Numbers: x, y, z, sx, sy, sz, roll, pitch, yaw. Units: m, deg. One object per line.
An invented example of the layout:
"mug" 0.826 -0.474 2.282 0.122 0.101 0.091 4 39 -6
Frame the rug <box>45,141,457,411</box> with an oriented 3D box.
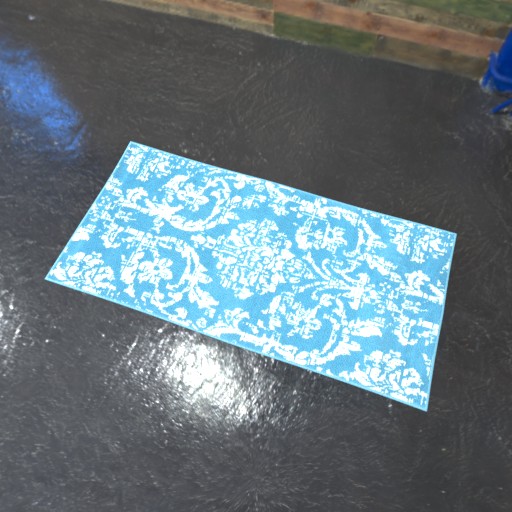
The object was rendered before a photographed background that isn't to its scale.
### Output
"rug" 0.000 0.000 1.452 1.219 0.007 0.604 17 64 9
